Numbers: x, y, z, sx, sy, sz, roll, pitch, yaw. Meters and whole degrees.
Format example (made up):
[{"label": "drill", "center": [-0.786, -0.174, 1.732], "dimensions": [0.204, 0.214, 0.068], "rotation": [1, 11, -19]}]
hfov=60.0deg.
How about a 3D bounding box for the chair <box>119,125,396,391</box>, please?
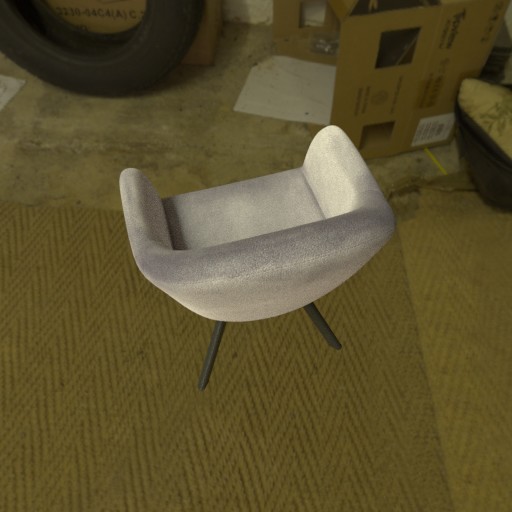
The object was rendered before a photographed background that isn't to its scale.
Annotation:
[{"label": "chair", "center": [0.000, 0.000, 1.162], "dimensions": [0.570, 0.780, 0.540], "rotation": [-14, 58, -9]}]
